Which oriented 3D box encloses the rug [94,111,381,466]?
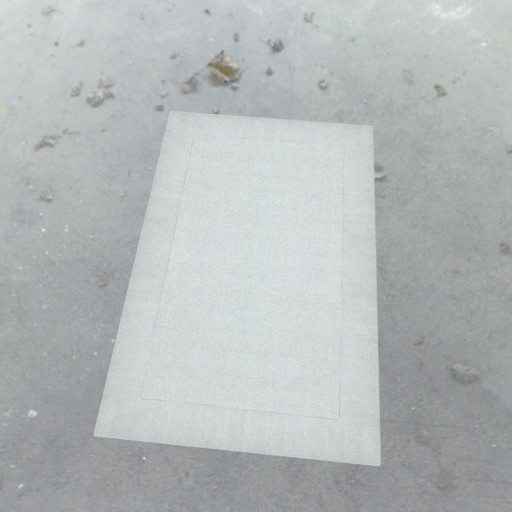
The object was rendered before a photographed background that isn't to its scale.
[{"bbox_3d":[0.000,0.000,2.258,1.219,0.013,1.829,5,65,2],"label":"rug"}]
